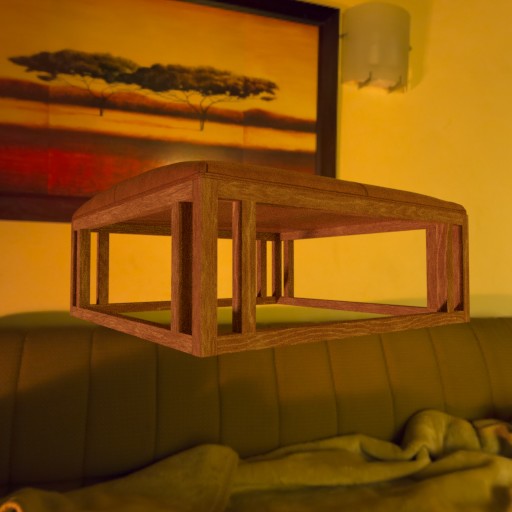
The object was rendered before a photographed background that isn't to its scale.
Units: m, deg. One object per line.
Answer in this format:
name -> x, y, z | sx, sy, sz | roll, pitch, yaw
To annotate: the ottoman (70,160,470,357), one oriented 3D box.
ottoman -> 0.000, 0.000, 1.575 | 1.016, 0.442, 1.013 | 1, -2, -36
